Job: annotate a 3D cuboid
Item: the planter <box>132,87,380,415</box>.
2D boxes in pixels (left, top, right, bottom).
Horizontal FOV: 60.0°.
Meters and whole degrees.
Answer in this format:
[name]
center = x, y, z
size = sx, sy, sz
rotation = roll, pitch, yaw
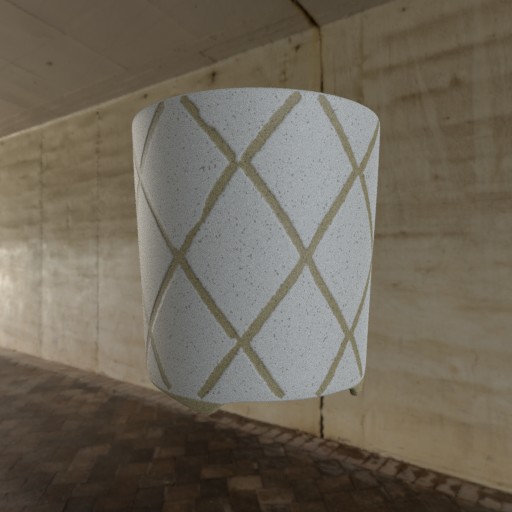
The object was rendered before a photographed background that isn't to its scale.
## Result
[planter]
center = 0.000, 0.000, 0.354
size = 0.191, 0.199, 0.191
rotation = 0, 0, 0
